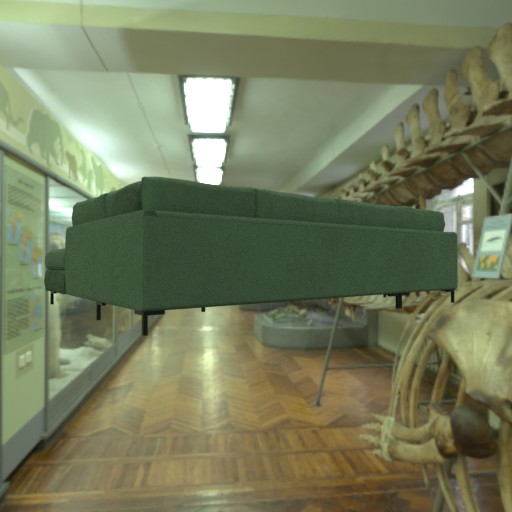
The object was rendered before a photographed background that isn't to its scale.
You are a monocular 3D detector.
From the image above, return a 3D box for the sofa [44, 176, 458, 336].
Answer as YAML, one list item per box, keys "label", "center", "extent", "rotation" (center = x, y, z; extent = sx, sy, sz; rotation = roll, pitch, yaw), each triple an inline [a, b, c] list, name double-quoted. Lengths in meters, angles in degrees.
- label: "sofa"
  center: [0.000, 0.000, 3.203]
  extent: [2.486, 0.687, 1.707]
  rotation: [0, -1, -37]
